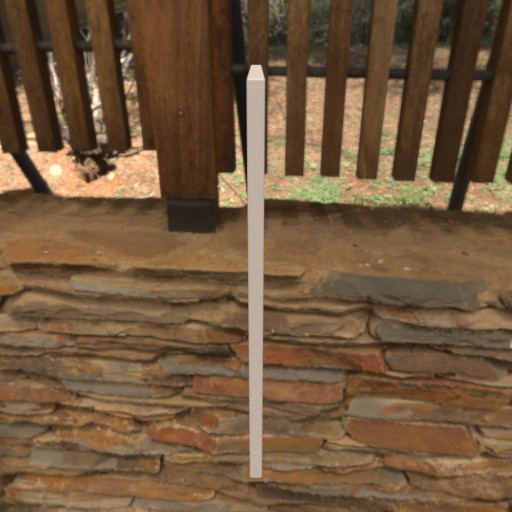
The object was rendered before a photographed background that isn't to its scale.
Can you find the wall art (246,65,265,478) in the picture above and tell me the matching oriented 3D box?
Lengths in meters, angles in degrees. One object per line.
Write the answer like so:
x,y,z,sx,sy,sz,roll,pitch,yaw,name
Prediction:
0.000,0.000,1.049,0.026,0.813,0.556,0,25,0,wall art
